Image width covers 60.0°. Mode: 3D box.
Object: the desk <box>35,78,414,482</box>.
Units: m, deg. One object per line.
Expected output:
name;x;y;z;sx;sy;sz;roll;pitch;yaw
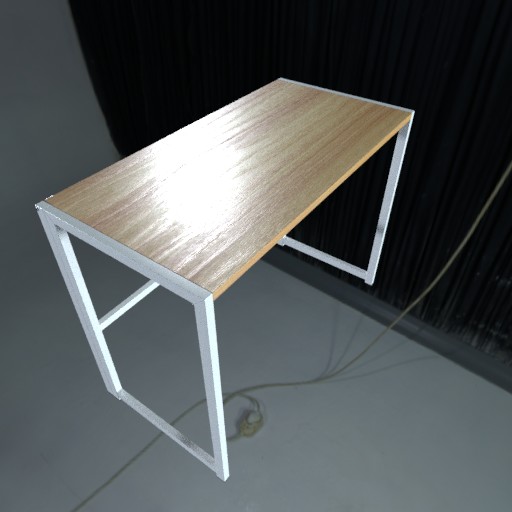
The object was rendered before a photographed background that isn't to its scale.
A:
desk;0.000;0.000;1.451;0.508;0.762;1.016;25;47;26
